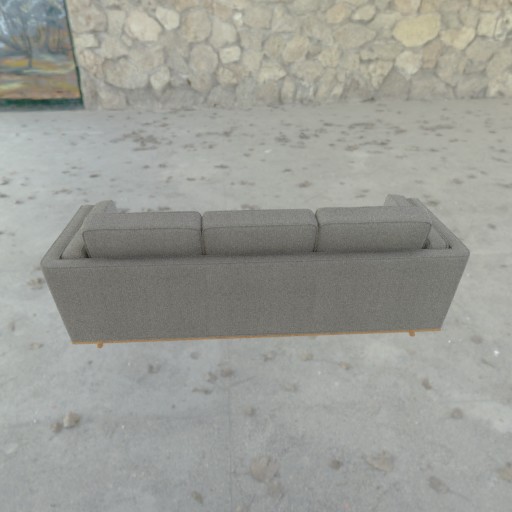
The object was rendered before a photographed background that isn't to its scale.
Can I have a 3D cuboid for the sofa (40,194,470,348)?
[{"bbox_3d":[0.000,0.000,2.860,2.362,0.899,0.903,-2,29,-3],"label":"sofa"}]
